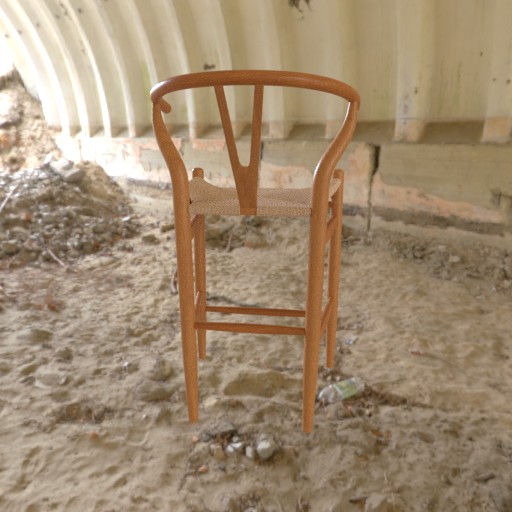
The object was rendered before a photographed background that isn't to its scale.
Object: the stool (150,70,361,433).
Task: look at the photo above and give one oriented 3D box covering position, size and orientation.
[{"bbox_3d":[0.000,0.000,1.337,0.569,0.970,0.579,2,15,8],"label":"stool"}]
